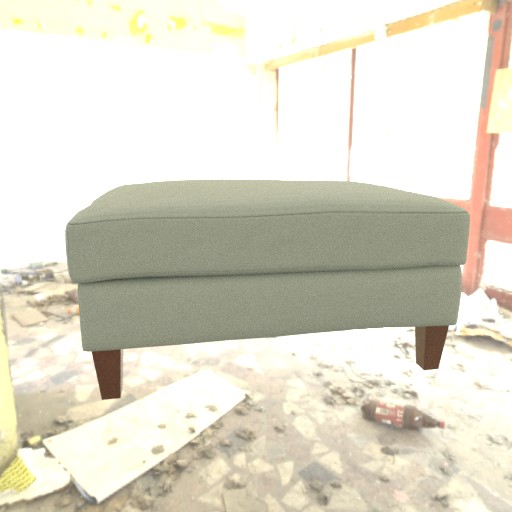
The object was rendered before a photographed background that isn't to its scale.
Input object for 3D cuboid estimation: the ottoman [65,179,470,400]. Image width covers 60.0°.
[{"bbox_3d":[0.000,0.000,1.461,0.991,0.494,0.842,-2,14,-10],"label":"ottoman"}]
